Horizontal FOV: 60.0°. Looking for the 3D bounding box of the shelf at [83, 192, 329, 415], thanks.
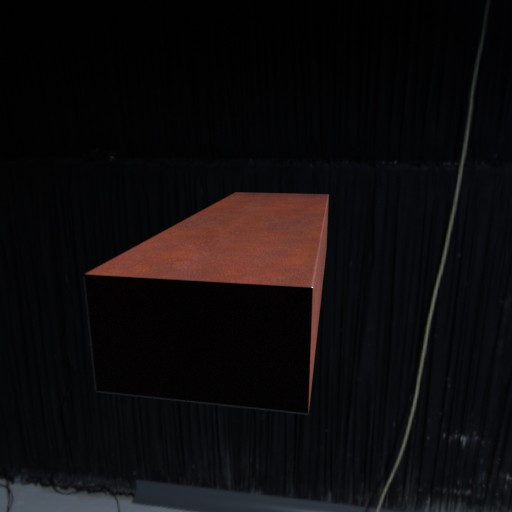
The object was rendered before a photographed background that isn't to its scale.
[{"bbox_3d":[0.000,0.000,0.511,0.152,0.088,0.457,3,15,10],"label":"shelf"}]
